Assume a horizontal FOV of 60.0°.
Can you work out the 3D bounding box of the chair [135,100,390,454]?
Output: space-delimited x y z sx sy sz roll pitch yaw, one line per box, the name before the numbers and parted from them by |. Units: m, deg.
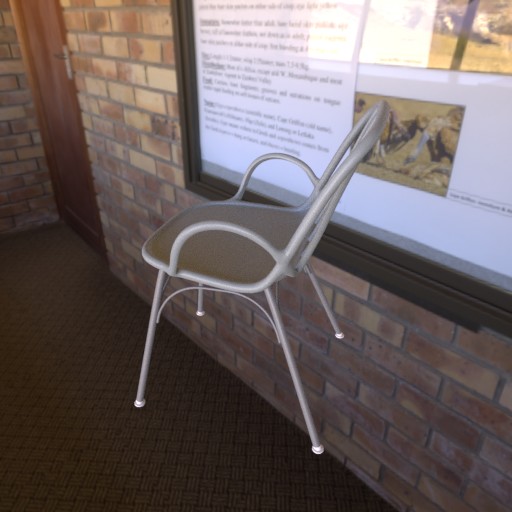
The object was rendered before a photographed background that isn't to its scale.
chair | 0.000 0.000 1.215 0.597 0.816 0.549 8 29 14
